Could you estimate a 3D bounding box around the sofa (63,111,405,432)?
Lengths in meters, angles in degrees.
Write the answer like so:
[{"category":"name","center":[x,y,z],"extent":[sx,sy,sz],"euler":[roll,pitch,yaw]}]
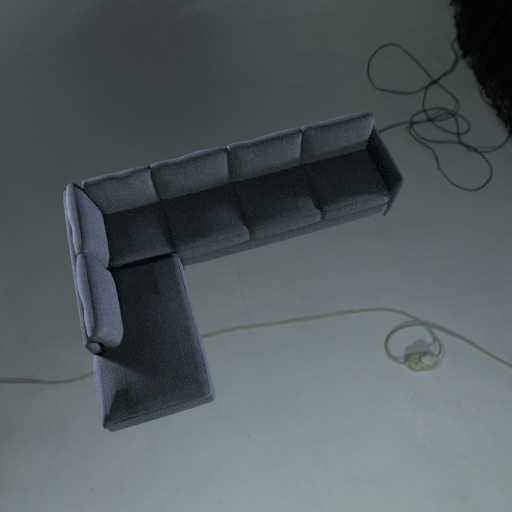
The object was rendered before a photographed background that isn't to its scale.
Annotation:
[{"category":"sofa","center":[0.000,0.000,3.780],"extent":[2.949,0.815,2.007],"euler":[-16,65,-8]}]
